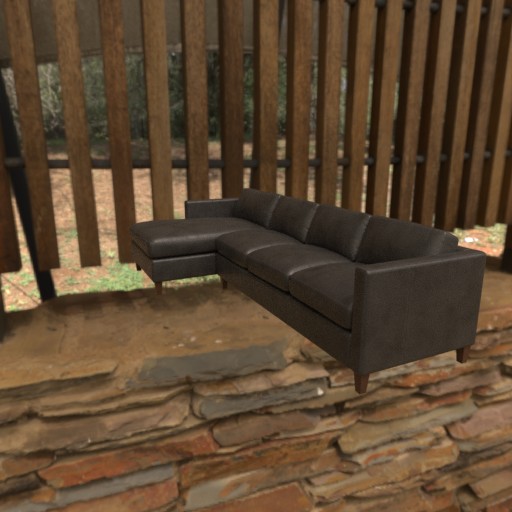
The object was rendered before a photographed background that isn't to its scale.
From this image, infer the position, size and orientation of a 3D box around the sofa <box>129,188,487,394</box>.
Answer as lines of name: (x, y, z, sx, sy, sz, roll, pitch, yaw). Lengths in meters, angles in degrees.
sofa: (0.000, 0.000, 3.822, 1.581, 0.883, 3.203, -7, 16, -25)
